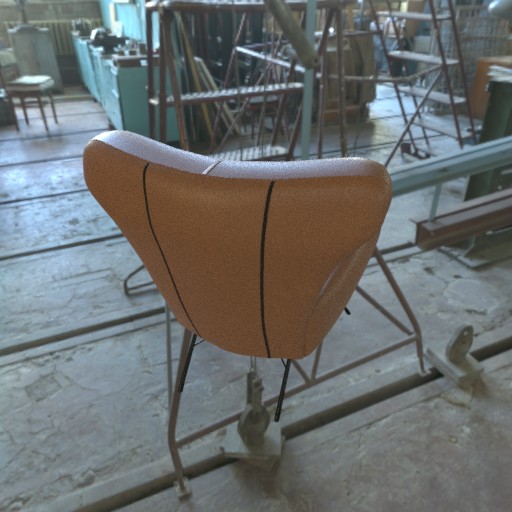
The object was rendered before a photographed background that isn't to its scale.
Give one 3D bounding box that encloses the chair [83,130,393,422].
[{"bbox_3d":[0.000,0.000,1.781,0.980,1.050,0.900,11,33,17],"label":"chair"}]
